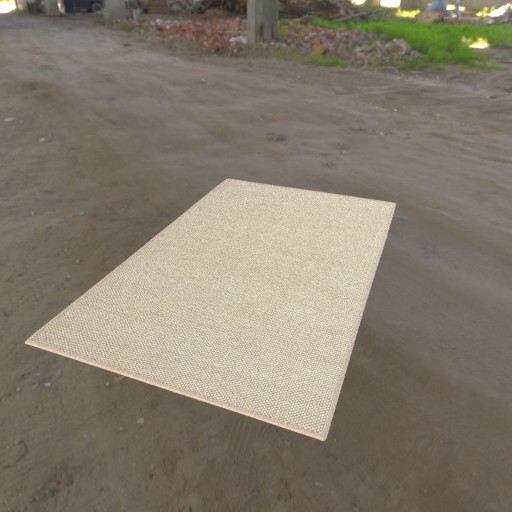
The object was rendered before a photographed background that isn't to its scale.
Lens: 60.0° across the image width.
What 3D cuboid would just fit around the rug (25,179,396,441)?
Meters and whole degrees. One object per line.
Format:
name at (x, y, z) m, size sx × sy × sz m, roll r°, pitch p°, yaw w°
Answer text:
rug at (0.000, 0.000, 2.032) m, size 1.067 × 0.013 × 1.676 m, roll 11°, pitch 33°, yaw 18°
